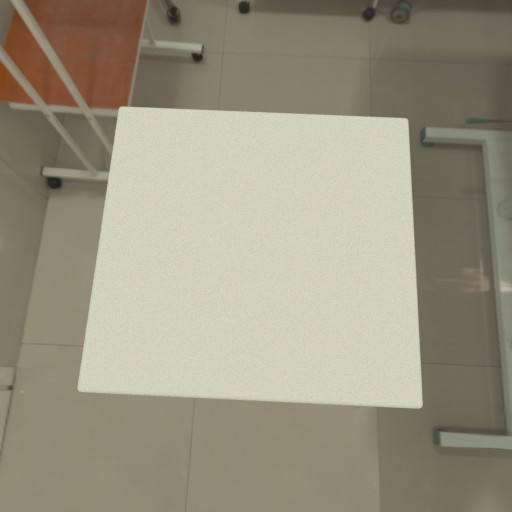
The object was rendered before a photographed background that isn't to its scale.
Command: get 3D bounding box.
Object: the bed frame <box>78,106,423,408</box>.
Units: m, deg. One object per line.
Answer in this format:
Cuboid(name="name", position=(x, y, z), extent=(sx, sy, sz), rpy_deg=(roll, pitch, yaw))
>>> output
Cuboid(name="bed frame", position=(0.000, 0.000, 3.197), extent=(2.079, 0.659, 1.963), rpy_deg=(3, 75, 1))
